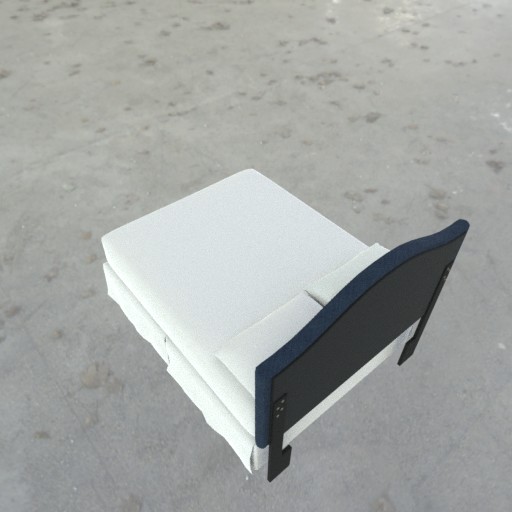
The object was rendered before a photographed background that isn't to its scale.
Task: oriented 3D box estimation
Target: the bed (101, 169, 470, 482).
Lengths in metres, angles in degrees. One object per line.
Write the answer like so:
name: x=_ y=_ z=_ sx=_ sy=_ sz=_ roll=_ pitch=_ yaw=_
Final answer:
bed: x=0.000 y=0.000 z=3.272 sx=1.725 sy=1.518 sz=2.153 roll=-30 pitch=52 yaw=-27
